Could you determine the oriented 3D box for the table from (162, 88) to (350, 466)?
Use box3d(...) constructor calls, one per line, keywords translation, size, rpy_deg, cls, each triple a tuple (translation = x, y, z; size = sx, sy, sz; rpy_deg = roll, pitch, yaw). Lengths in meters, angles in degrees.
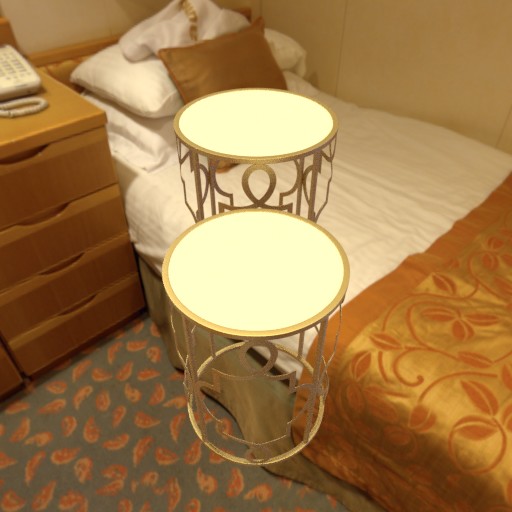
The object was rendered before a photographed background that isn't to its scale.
box3d(translation=(0.000, 0.000, 1.165), size=(0.420, 0.564, 0.846), rpy_deg=(0, 41, 0), cls="table")
